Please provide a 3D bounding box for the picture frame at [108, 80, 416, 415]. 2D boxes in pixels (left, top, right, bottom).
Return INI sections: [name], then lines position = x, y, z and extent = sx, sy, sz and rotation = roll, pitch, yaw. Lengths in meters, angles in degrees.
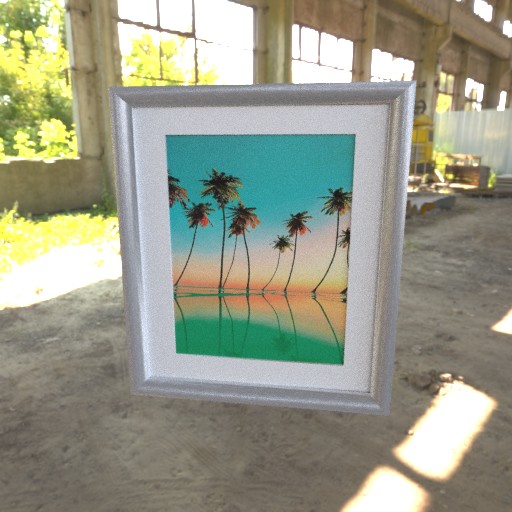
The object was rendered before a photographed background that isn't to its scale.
[picture frame]
position = 0.000, 0.000, 0.521
extent = 0.327, 0.378, 0.027
rotation = 2, 14, 8
